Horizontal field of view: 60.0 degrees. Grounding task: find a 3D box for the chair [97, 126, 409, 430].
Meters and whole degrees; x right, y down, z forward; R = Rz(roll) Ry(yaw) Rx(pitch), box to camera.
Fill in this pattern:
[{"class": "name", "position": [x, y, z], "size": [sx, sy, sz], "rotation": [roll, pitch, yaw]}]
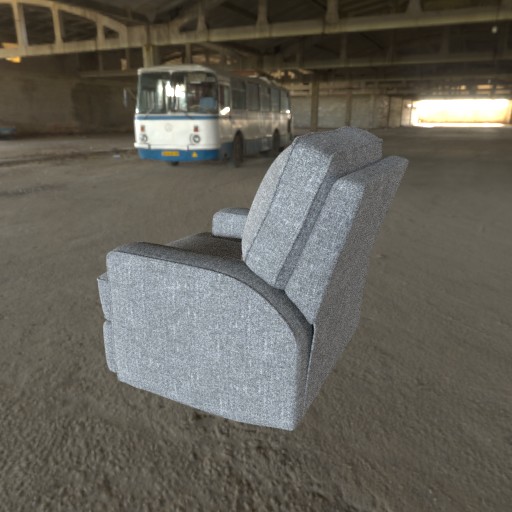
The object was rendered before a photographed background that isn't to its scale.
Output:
[{"class": "chair", "position": [0.000, 0.000, 1.716], "size": [0.964, 0.962, 0.861], "rotation": [9, 20, 25]}]
